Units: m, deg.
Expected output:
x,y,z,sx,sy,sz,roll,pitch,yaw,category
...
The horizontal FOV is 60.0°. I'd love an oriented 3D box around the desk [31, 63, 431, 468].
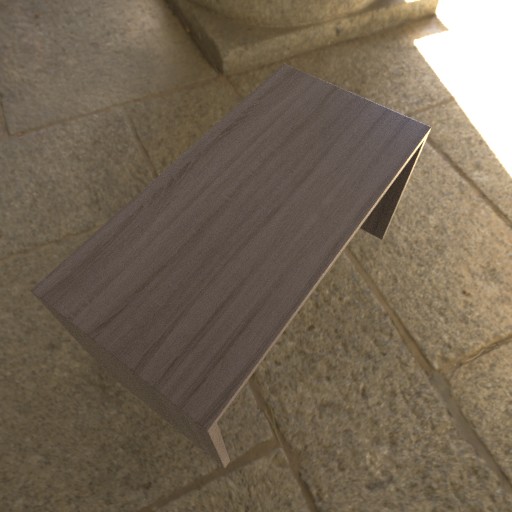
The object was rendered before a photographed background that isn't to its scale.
x,y,z,sx,sy,sz,roll,pitch,yaw,category
0.000,0.000,1.848,0.690,0.745,1.380,31,63,18,desk
